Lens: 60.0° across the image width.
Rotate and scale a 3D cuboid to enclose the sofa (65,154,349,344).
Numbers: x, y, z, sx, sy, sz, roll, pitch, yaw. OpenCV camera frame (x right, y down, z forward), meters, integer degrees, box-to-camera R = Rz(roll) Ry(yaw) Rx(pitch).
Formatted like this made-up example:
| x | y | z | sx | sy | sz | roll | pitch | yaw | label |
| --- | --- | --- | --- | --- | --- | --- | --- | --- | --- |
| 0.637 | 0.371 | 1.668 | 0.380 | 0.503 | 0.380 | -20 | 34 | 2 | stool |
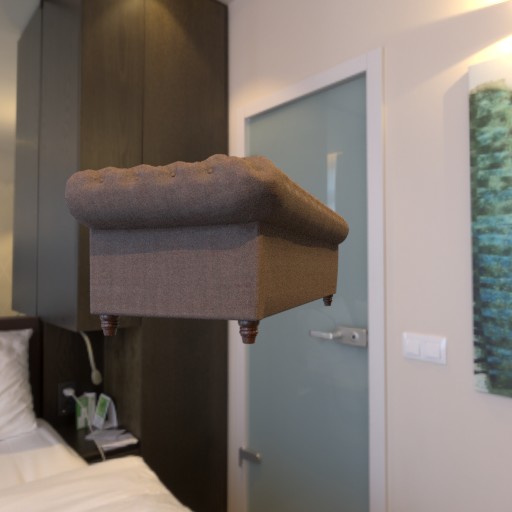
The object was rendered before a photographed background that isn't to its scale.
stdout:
| x | y | z | sx | sy | sz | roll | pitch | yaw | label |
| --- | --- | --- | --- | --- | --- | --- | --- | --- | --- |
| 0.000 | 0.000 | 2.858 | 0.944 | 0.787 | 2.385 | -1 | -2 | 19 | sofa |
